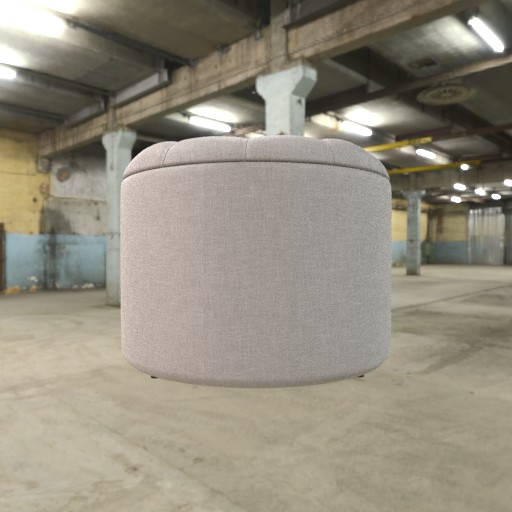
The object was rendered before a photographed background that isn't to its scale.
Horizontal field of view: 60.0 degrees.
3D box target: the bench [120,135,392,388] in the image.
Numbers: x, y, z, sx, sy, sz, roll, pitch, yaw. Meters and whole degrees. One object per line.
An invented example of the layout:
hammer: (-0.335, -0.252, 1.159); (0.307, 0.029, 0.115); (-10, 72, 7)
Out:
bench: (0.000, 0.000, 1.026); (0.600, 0.453, 0.600); (0, 0, 0)
